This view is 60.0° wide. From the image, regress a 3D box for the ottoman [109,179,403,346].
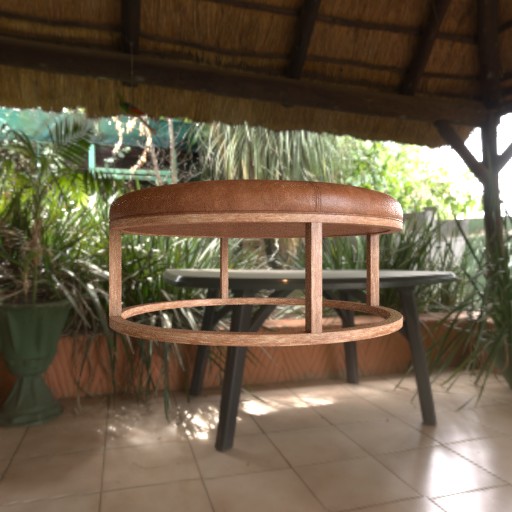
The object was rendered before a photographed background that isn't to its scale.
[{"bbox_3d":[0.000,0.000,1.585,1.006,0.445,1.006,0,0,0],"label":"ottoman"}]
